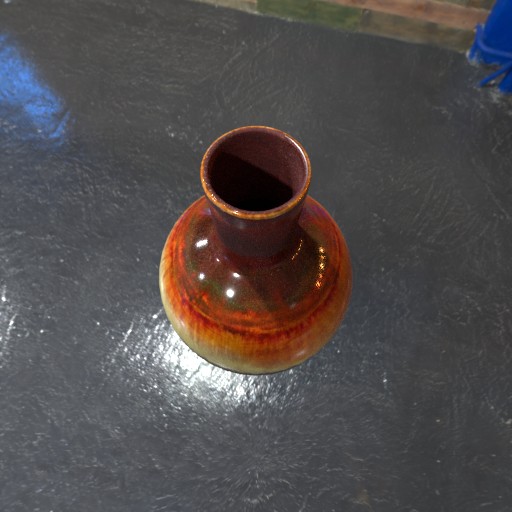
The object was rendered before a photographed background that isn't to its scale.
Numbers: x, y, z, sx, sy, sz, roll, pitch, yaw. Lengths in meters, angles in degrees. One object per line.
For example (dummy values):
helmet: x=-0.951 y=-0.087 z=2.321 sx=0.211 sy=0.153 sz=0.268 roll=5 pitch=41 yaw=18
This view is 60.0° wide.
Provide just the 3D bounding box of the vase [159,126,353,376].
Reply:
vase: x=0.000 y=0.000 z=0.233 sx=0.111 sy=0.154 sz=0.111 roll=0 pitch=65 yaw=0
